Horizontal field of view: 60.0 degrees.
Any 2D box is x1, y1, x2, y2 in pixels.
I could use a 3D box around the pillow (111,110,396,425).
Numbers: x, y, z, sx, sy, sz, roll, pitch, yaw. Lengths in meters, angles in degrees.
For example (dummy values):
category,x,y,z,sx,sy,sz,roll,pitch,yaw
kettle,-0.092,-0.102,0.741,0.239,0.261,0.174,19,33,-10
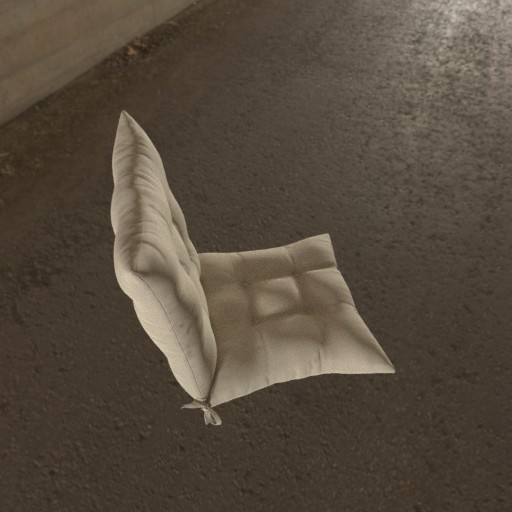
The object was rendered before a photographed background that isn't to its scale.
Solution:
category,x,y,z,sx,sy,sz,roll,pitch,yaw
pillow,0.000,0.000,1.039,0.585,0.536,0.541,-9,46,-9
